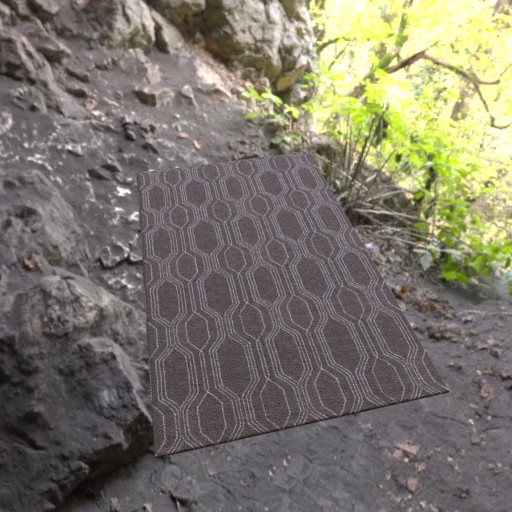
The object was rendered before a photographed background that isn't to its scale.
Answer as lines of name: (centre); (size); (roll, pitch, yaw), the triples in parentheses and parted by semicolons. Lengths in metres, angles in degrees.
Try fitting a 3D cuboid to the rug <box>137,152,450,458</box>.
rug: (0.000, 0.000, 3.071); (1.541, 0.012, 2.457); (-9, 45, -9)
